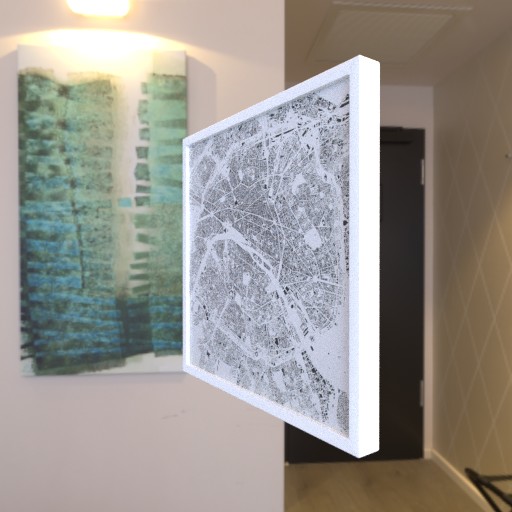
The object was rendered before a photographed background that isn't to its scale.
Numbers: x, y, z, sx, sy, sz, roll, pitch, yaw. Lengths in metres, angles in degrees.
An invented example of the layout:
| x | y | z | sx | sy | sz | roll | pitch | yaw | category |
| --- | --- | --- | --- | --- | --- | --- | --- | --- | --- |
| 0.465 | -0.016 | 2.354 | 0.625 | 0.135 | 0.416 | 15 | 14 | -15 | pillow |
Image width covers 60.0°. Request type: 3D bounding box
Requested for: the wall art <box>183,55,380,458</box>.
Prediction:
| x | y | z | sx | sy | sz | roll | pitch | yaw | category |
| --- | --- | --- | --- | --- | --- | --- | --- | --- | --- |
| 0.000 | 0.000 | 0.775 | 0.038 | 0.508 | 0.508 | 0 | 1 | -35 | wall art |
